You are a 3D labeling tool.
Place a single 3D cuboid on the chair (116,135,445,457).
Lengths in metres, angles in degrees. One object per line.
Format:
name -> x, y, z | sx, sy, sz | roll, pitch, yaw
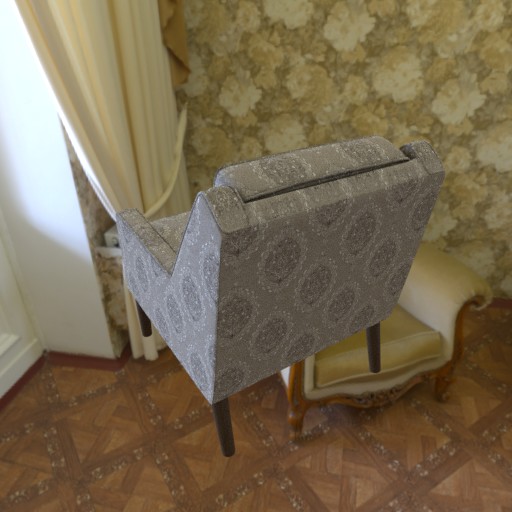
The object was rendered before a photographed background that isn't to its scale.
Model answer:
chair -> 0.000, 0.000, 1.381 | 0.665, 0.797, 0.750 | -18, 35, -28
